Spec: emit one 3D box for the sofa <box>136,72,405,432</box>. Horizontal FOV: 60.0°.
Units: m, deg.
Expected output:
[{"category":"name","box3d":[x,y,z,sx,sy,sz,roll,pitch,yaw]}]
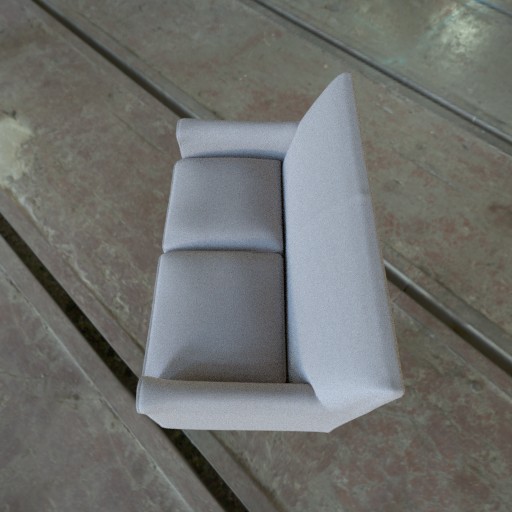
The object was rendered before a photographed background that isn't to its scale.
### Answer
[{"category":"sofa","box3d":[0.000,0.000,2.045,0.888,0.890,1.482,0,58,0]}]
